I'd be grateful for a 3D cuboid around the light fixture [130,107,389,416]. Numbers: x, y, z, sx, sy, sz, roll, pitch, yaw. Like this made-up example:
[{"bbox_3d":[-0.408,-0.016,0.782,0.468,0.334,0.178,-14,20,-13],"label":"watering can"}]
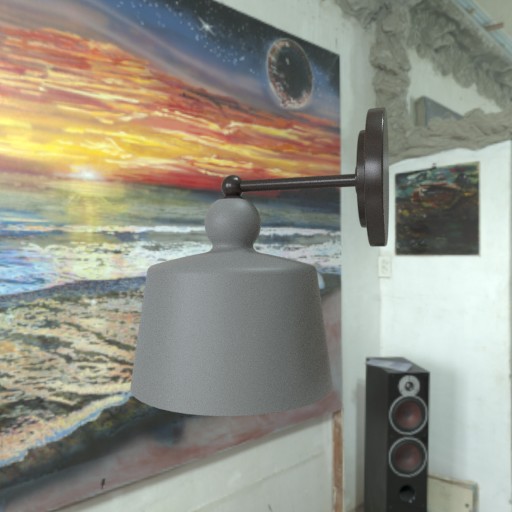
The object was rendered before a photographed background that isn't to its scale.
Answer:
[{"bbox_3d":[0.000,0.000,0.449,0.254,0.268,0.204,0,0,19],"label":"light fixture"}]
